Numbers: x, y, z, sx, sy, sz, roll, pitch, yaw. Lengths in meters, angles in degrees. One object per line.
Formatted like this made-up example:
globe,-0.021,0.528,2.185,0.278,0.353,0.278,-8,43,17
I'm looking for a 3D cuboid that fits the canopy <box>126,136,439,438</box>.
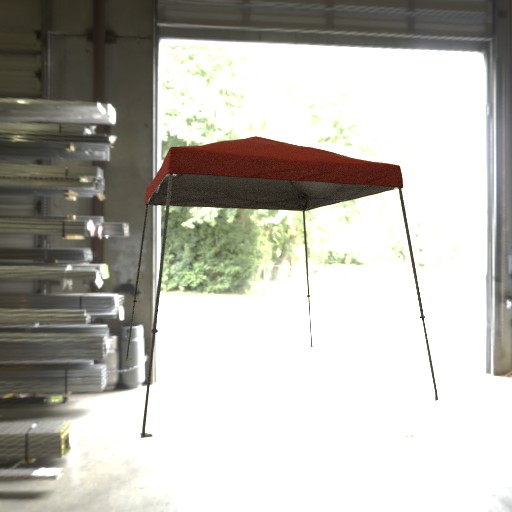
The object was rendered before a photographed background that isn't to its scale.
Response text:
canopy,0.000,0.000,5.258,2.849,2.850,2.850,0,0,-19
